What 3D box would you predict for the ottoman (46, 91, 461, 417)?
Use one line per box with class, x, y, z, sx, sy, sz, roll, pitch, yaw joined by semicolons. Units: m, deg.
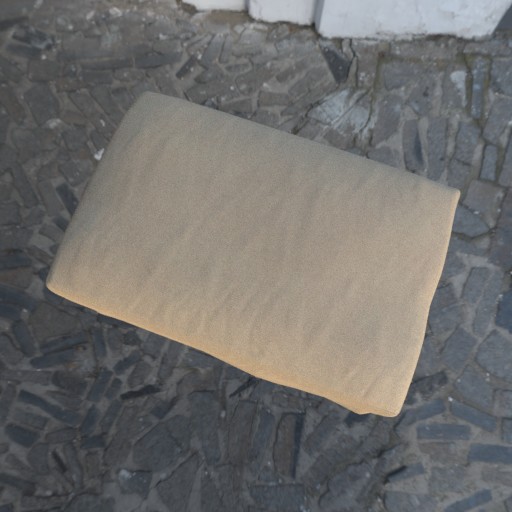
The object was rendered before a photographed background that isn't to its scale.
ottoman;0.000;0.000;1.195;0.872;0.444;0.590;19;76;5
